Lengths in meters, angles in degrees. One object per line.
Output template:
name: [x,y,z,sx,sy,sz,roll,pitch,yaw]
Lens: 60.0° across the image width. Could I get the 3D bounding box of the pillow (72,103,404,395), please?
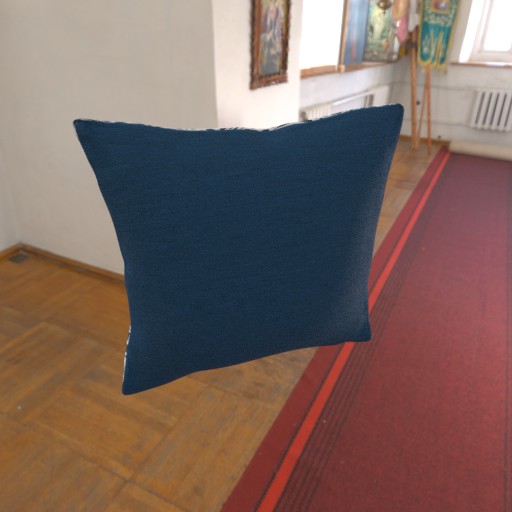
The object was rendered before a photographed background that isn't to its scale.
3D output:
pillow: [0.000,0.000,0.655,0.440,0.420,0.145,-9,30,-16]
